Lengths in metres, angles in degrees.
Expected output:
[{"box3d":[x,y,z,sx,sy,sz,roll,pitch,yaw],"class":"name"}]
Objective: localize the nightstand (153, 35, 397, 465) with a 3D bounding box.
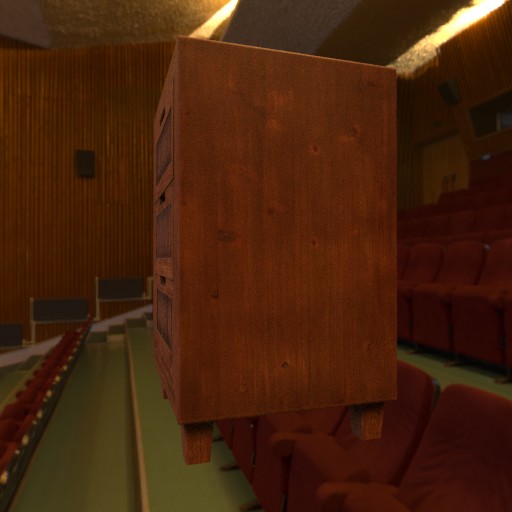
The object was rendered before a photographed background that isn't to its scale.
[{"box3d":[0.000,0.000,0.980,0.410,0.695,0.465,0,0,-18],"class":"nightstand"}]
